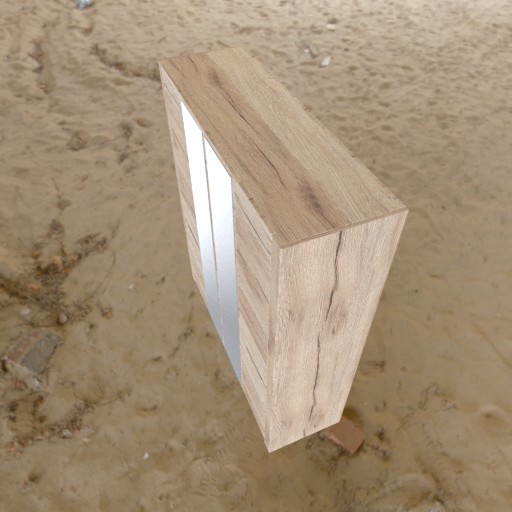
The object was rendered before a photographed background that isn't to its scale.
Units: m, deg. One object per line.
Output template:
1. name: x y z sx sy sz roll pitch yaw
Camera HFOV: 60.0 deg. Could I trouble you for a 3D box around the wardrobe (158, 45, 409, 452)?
1. wardrobe: 0.000 0.000 3.039 0.580 2.070 1.810 -17 49 -16
